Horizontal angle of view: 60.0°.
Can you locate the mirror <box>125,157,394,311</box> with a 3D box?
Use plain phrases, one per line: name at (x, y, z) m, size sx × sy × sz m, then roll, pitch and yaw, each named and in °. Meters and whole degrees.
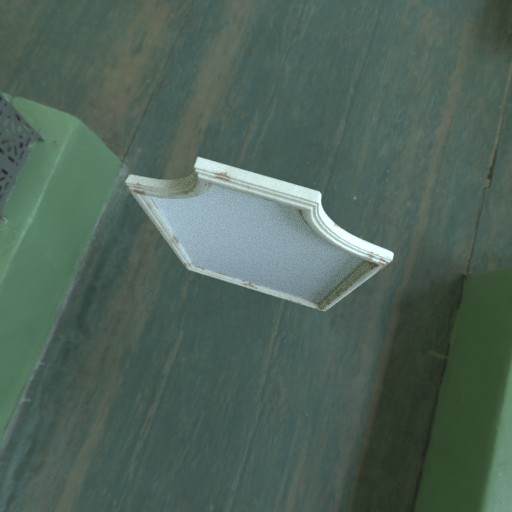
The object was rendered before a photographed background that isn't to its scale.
mirror at (0.000, 0.000, 0.859) m, size 0.403 × 0.717 × 0.022 m, roll 17°, pitch 77°, yaw 4°
